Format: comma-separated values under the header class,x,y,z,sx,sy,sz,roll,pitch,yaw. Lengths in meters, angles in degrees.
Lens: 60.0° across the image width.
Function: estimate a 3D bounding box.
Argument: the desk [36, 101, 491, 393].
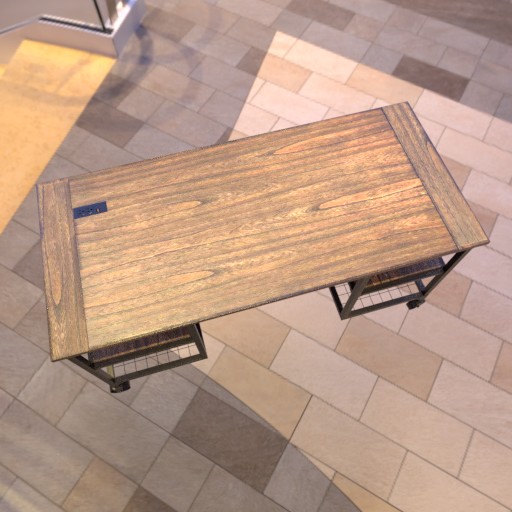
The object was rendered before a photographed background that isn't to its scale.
class,x,y,z,sx,sy,sz,roll,pitch,yaw
desk,0.000,0.000,1.990,1.590,0.751,0.711,-14,65,-7
